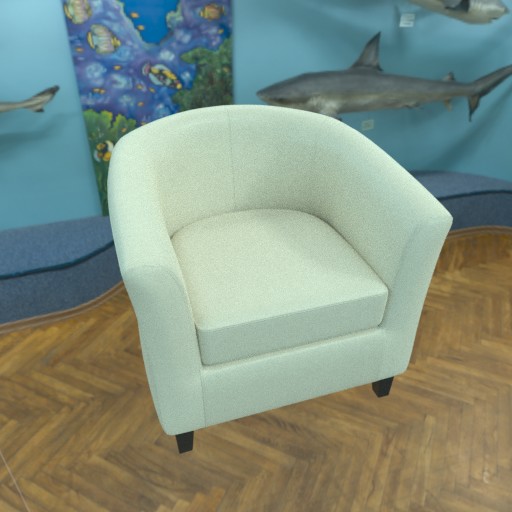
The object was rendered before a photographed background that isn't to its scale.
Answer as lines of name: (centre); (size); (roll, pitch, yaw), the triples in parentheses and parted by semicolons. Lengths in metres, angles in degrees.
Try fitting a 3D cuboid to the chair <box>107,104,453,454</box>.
chair: (0.000, 0.000, 1.365); (0.792, 0.756, 0.727); (-10, 33, -15)
